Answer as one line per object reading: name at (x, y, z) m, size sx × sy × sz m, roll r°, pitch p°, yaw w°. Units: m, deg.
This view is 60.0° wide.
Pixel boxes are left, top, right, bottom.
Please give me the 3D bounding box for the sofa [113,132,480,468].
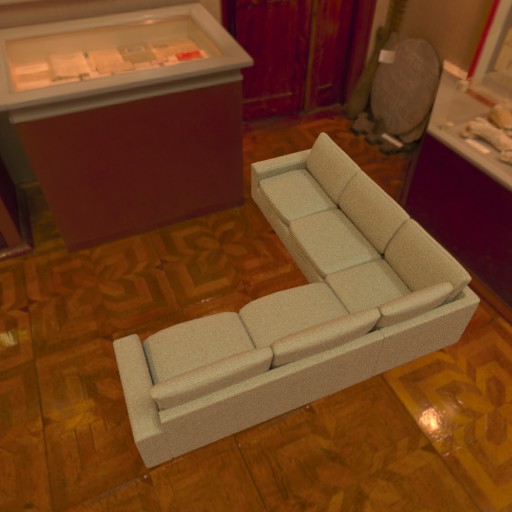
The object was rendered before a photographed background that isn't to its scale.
sofa at (0.000, 0.000, 4.065) m, size 2.742 × 0.800 × 2.622 m, roll -16°, pitch 47°, yaw -16°
